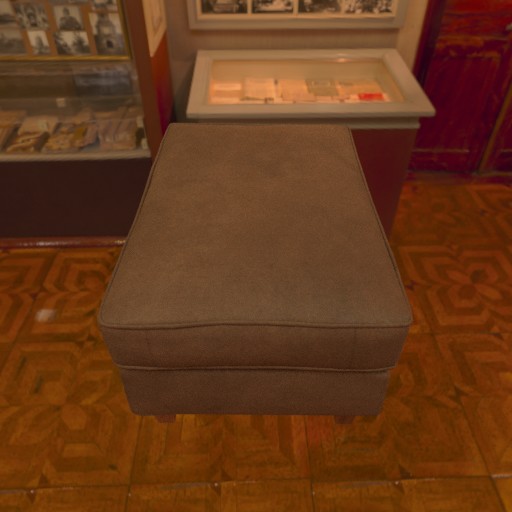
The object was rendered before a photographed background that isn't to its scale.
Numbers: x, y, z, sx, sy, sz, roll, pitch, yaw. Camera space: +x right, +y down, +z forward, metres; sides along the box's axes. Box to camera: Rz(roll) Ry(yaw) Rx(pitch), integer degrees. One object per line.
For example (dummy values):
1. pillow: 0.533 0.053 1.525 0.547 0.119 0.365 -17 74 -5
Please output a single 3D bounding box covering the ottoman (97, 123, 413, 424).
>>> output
1. ottoman: 0.000 0.000 1.229 0.596 0.481 0.860 0 41 0
